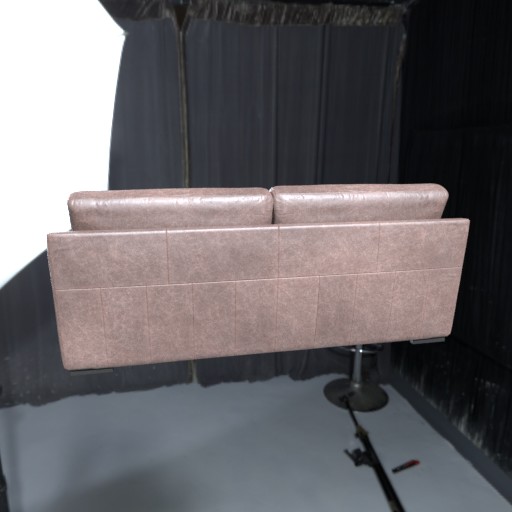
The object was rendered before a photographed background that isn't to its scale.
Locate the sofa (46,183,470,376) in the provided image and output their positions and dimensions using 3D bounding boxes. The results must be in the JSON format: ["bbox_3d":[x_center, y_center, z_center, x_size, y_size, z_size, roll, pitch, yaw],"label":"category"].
[{"bbox_3d":[0.000,0.000,2.820,2.261,0.941,1.143,-3,14,-11],"label":"sofa"}]
